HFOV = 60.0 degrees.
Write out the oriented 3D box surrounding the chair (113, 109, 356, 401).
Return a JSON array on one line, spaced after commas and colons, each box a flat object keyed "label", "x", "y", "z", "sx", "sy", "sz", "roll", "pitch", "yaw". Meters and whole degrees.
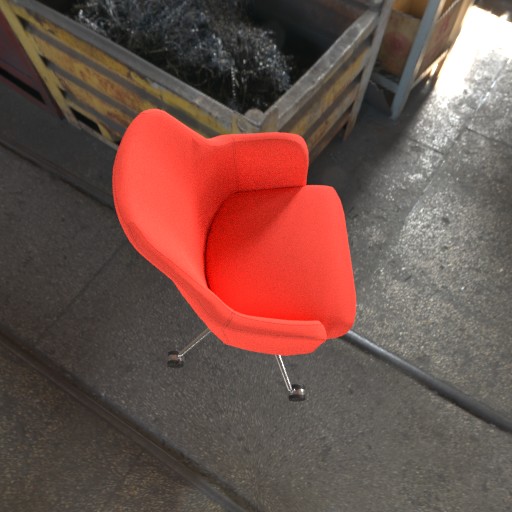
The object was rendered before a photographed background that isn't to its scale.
[{"label": "chair", "x": 0.000, "y": 0.000, "z": 1.233, "sx": 0.600, "sy": 0.820, "sz": 0.655, "roll": -1, "pitch": 63, "yaw": -1}]
